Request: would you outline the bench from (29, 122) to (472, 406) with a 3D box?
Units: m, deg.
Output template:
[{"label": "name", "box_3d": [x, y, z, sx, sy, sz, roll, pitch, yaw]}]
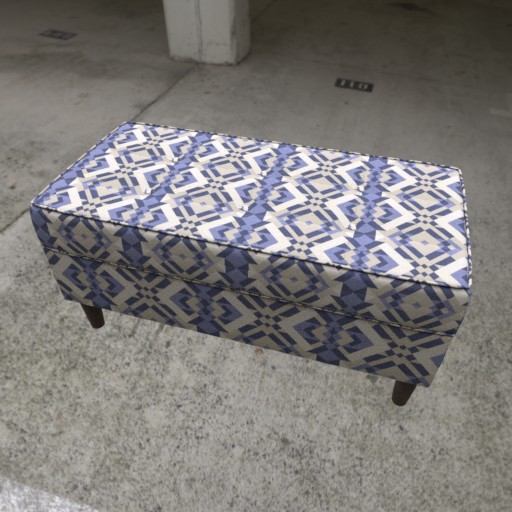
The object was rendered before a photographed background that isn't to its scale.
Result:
[{"label": "bench", "box_3d": [0.000, 0.000, 1.257, 1.016, 0.477, 0.492, 11, 43, 12]}]
